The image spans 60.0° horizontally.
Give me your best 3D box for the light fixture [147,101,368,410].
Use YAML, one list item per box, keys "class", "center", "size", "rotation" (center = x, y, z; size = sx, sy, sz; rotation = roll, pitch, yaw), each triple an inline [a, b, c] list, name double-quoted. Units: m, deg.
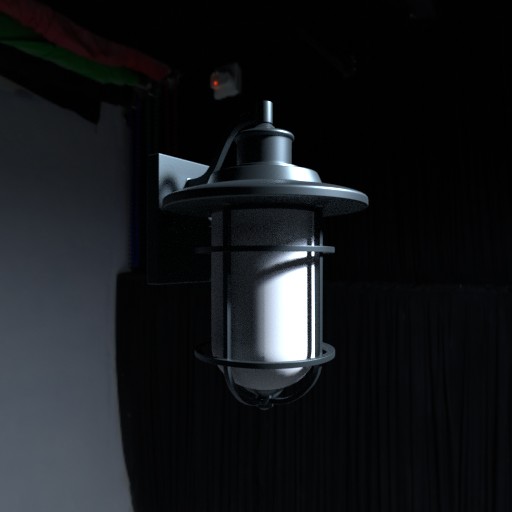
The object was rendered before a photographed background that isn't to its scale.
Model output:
- class: "light fixture"
  center: [0.000, 0.000, 0.507]
  size: [0.252, 0.345, 0.222]
  rotation: [0, -1, 36]
